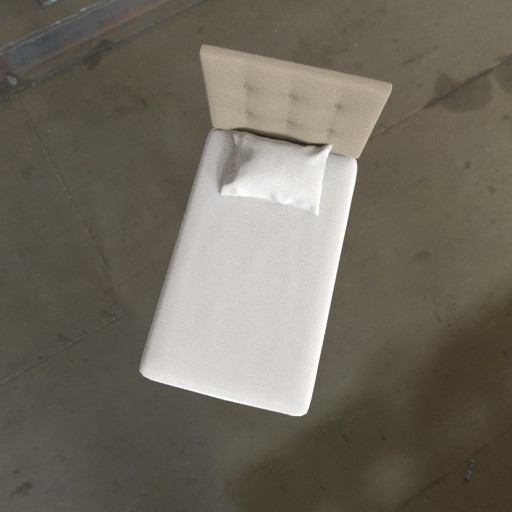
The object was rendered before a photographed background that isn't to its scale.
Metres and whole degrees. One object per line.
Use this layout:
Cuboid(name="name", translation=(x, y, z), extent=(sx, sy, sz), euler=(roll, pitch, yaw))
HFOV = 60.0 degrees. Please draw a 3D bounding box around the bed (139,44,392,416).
Cuboid(name="bed", translation=(0.000, 0.000, 3.079), extent=(1.261, 1.571, 1.997), euler=(13, 76, 3))
